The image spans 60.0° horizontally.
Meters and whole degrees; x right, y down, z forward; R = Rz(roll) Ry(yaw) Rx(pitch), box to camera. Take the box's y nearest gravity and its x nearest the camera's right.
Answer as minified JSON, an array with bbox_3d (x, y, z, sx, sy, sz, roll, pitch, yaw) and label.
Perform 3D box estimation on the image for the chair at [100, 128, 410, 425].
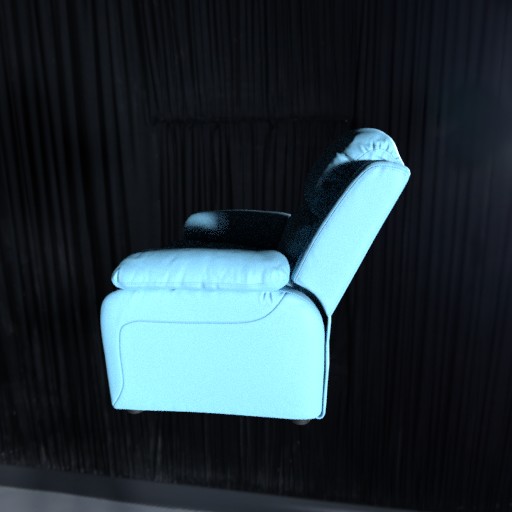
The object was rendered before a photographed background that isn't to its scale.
[{"bbox_3d":[0.000,0.000,1.268,0.709,0.702,0.680,2,16,7],"label":"chair"}]
